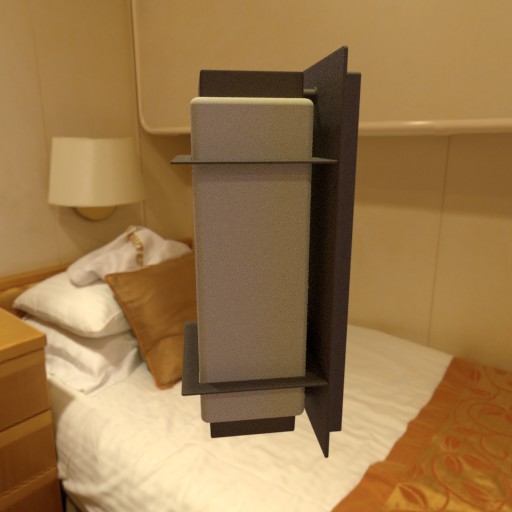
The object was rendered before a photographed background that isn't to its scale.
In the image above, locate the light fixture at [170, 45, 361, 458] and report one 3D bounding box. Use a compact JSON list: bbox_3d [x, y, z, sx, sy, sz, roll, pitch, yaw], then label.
[{"bbox_3d":[0.000,0.000,0.426,0.146,0.347,0.153,-2,15,-8],"label":"light fixture"}]
